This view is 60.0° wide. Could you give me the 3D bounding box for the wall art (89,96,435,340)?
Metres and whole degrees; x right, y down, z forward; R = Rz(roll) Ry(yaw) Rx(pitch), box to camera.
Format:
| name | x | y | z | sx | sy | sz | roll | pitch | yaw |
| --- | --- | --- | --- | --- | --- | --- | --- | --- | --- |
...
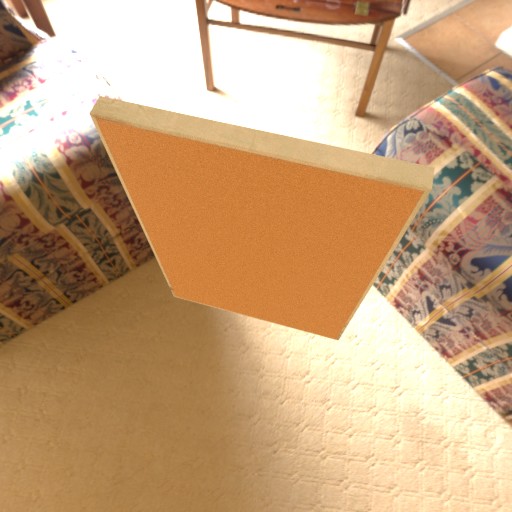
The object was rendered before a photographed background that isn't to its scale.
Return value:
| name | x | y | z | sx | sy | sz | roll | pitch | yaw |
| --- | --- | --- | --- | --- | --- | --- | --- | --- | --- |
| wall art | 0.000 | 0.000 | 0.984 | 0.508 | 0.764 | 0.038 | 14 | 65 | 7 |
